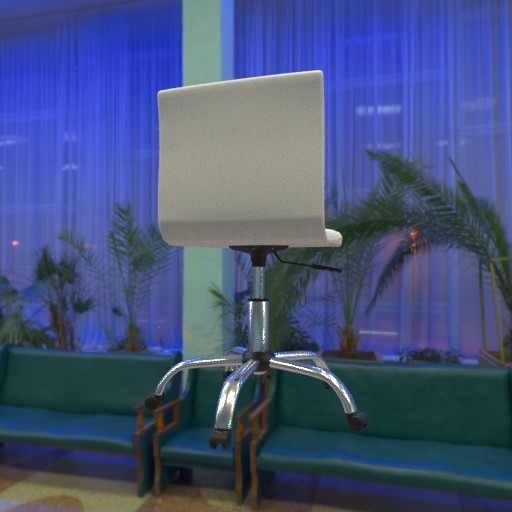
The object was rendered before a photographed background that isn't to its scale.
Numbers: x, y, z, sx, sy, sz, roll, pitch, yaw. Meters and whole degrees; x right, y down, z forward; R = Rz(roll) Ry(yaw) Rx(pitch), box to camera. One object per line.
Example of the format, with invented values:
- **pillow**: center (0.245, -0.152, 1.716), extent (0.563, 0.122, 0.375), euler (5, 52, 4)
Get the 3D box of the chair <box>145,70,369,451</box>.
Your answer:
- **chair**: center (0.000, 0.000, 1.124), extent (0.556, 0.780, 0.530), euler (0, -1, 17)
